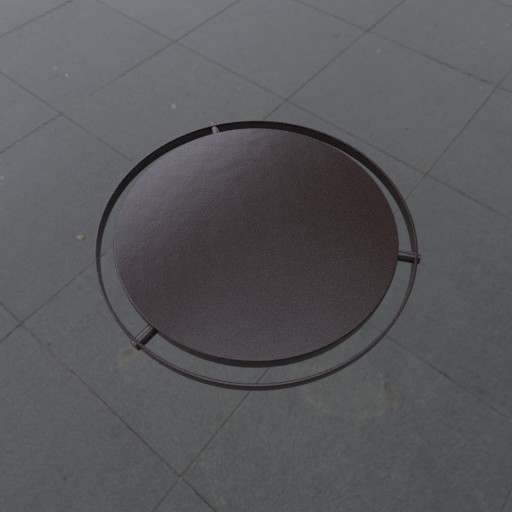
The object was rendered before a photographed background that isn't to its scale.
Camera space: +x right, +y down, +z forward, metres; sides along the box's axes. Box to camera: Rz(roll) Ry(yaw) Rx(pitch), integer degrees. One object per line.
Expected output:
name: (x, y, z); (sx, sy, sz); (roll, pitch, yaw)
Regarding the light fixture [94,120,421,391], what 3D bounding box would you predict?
light fixture: (0.000, 0.000, 0.553); (0.361, 0.130, 0.361); (0, 57, 0)
